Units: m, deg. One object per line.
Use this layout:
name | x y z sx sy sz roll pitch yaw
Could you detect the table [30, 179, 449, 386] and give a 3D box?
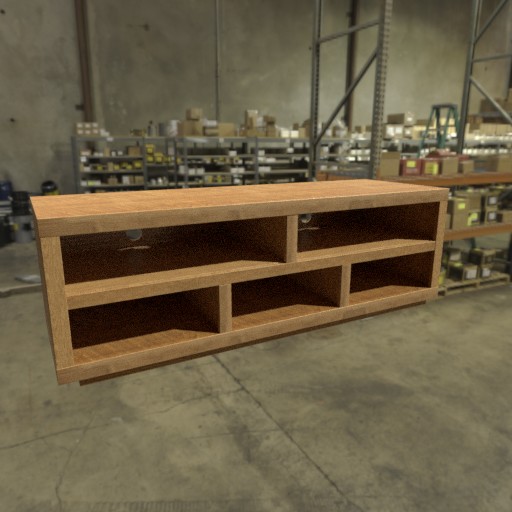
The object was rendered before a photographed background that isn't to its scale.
table | 0.000 0.000 1.716 1.499 0.491 0.499 -8 17 -27
